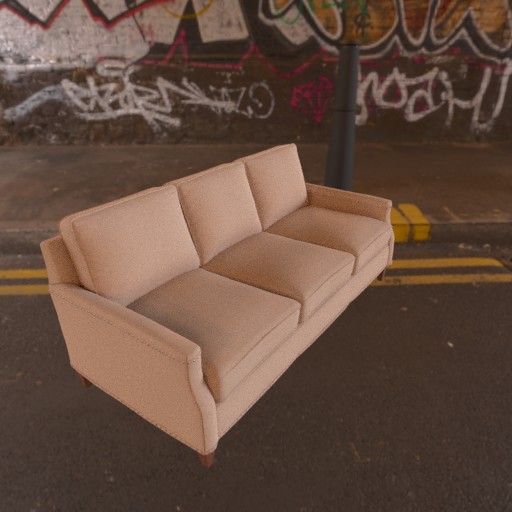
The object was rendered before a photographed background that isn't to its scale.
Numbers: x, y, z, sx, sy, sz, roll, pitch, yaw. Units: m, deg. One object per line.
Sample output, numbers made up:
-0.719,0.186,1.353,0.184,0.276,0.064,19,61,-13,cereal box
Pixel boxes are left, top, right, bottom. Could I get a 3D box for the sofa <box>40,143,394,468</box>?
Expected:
0.000,0.000,2.818,1.084,1.003,2.246,18,31,31,sofa
